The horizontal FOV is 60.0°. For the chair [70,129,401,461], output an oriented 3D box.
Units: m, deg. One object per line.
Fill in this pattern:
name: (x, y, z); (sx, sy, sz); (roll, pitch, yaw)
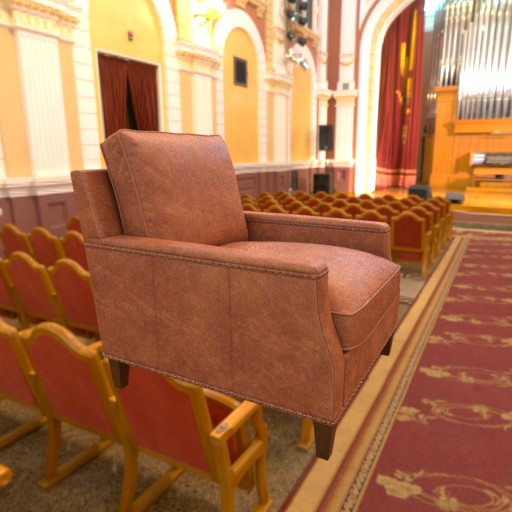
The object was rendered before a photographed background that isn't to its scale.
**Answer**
chair: (0.000, 0.000, 1.724); (1.014, 0.943, 0.853); (7, 15, 28)
